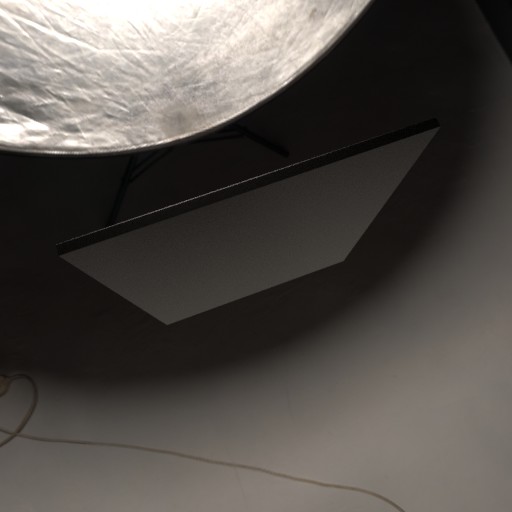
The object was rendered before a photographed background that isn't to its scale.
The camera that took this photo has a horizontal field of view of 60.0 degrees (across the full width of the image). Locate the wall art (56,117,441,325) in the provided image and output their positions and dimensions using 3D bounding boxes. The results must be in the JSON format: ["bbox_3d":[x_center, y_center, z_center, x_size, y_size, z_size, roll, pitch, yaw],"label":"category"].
[{"bbox_3d":[0.000,0.000,0.764,0.442,0.582,0.013,-20,75,-5],"label":"wall art"}]
